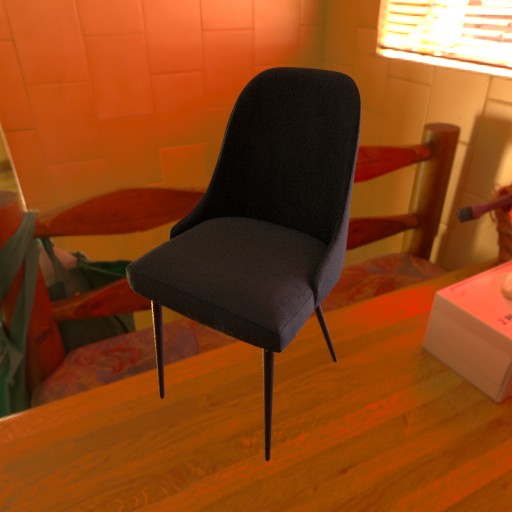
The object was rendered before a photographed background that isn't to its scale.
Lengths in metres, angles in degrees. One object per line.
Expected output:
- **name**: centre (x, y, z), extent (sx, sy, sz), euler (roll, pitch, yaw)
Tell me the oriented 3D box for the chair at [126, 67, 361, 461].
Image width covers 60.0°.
- **chair**: centre (0.000, 0.000, 1.221), extent (0.478, 0.896, 0.559), euler (19, 35, 28)
